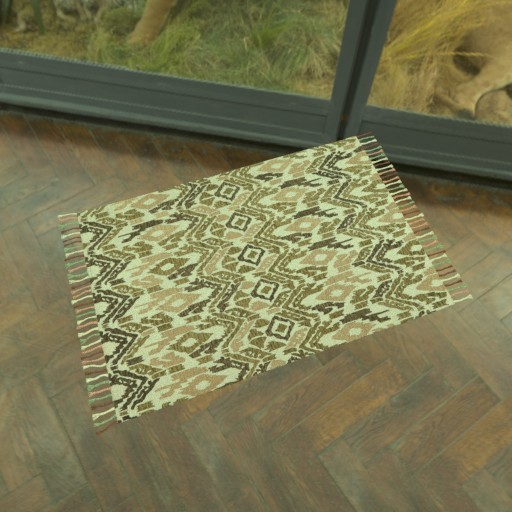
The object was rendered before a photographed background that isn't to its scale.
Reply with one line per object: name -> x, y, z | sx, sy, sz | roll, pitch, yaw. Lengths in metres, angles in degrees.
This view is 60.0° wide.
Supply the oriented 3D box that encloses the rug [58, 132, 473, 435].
rug -> 0.000, 0.000, 2.967 | 2.438, 0.008, 1.524 | -17, 64, -9
